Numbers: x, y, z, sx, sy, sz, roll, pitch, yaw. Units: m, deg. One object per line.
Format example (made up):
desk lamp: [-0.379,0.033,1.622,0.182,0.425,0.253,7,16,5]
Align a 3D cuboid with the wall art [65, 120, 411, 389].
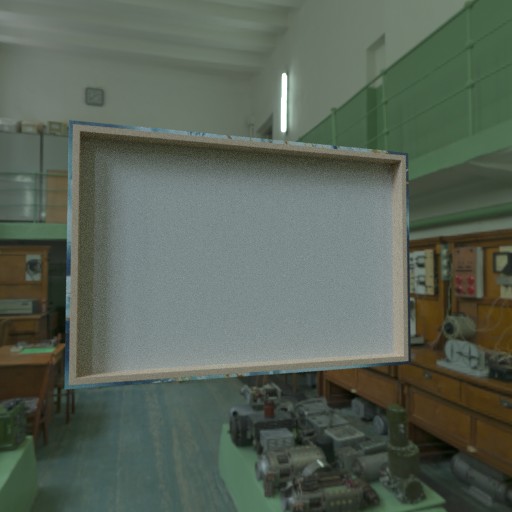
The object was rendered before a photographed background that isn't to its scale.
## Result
wall art: [0.000,0.000,0.775,0.607,0.405,0.036,1,-2,-18]
